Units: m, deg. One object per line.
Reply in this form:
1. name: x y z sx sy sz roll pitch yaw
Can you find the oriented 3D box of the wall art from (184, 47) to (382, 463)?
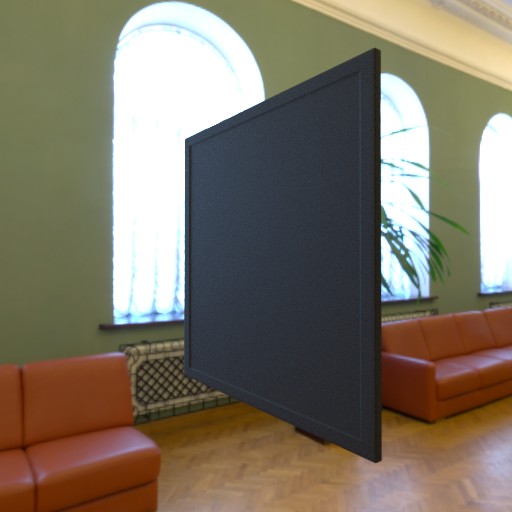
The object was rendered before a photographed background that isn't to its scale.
1. wall art: 0.000 0.000 0.824 0.012 0.558 0.562 0 -1 -36
